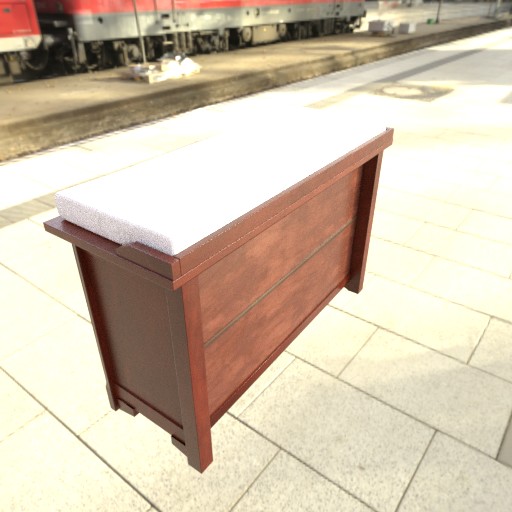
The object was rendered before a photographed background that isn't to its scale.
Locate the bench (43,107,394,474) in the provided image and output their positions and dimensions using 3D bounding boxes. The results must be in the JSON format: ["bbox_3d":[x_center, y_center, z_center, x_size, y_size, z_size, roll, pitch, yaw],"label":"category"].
[{"bbox_3d":[0.000,0.000,1.295,0.369,0.646,0.987,20,37,30],"label":"bench"}]
